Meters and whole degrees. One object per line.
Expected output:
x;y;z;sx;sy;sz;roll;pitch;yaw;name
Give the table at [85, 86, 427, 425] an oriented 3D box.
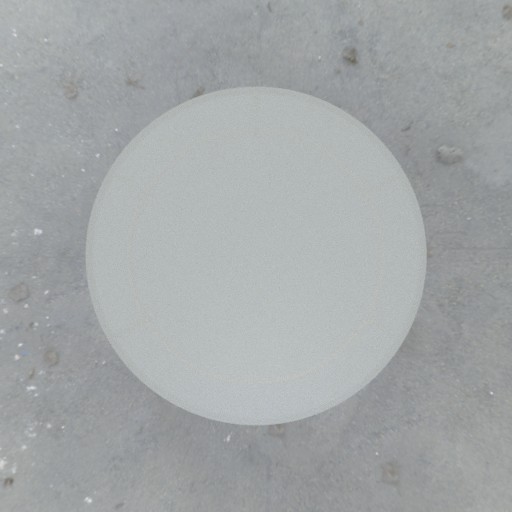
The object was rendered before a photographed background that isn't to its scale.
0.000;0.000;1.422;0.914;0.470;0.914;0;90;0;table
